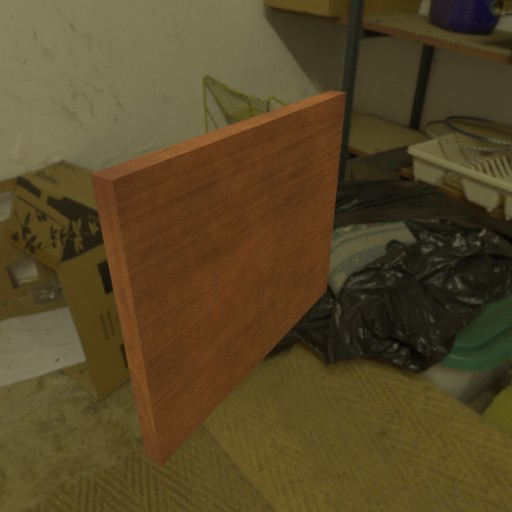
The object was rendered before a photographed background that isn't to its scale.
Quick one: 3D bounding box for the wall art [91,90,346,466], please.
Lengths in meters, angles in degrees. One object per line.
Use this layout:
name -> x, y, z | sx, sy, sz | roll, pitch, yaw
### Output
wall art -> 0.000, 0.000, 0.763 | 0.033, 0.457, 0.558 | 19, 35, 29
